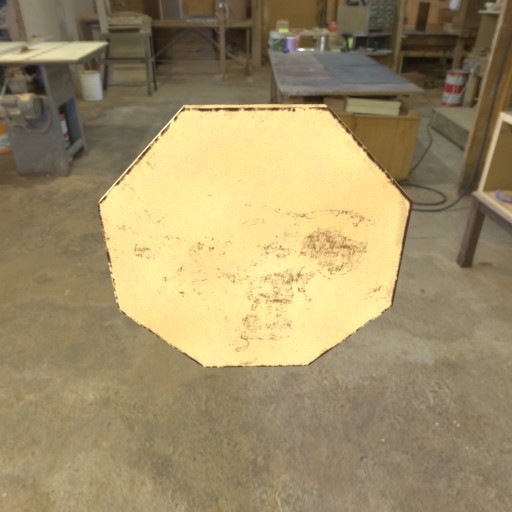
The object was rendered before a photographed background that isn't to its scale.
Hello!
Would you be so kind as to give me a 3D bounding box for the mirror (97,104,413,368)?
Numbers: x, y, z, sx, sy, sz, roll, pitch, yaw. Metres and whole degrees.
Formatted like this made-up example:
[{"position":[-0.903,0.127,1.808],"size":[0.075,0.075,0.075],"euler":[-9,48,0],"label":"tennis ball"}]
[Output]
[{"position":[0.000,0.000,0.988],"size":[0.648,0.648,0.031],"euler":[-1,31,-1],"label":"mirror"}]
